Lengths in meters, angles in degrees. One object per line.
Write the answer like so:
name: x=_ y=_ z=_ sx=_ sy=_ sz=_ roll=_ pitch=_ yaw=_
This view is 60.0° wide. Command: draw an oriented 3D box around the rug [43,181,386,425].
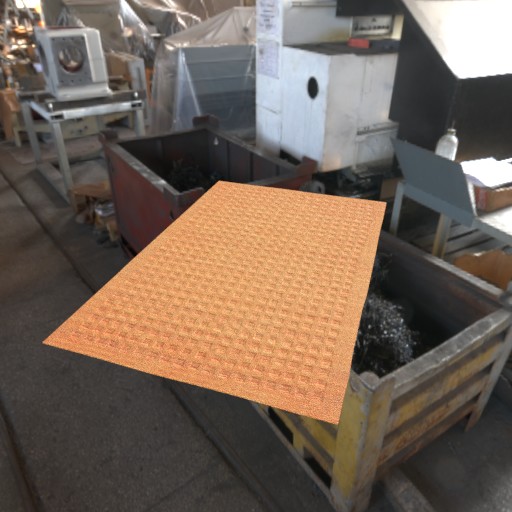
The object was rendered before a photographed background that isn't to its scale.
rug: x=0.000 y=0.000 z=2.248 sx=1.143 sy=0.006 sz=1.747 roll=10 pitch=33 yaw=16
